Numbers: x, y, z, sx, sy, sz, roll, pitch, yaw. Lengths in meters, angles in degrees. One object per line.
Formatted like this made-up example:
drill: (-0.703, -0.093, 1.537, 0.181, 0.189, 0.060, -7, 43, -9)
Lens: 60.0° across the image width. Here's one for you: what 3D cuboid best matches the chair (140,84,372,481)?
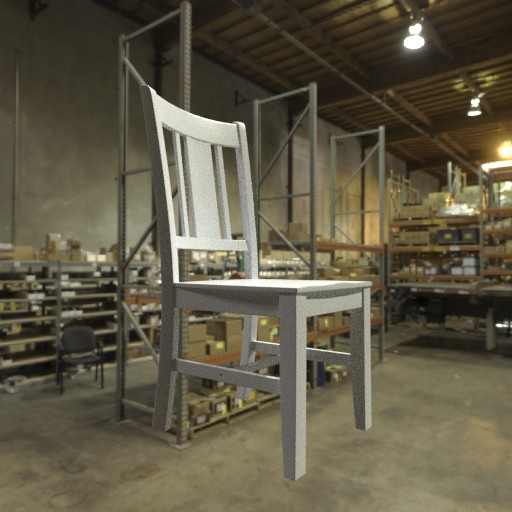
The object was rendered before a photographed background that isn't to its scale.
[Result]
chair: (0.000, 0.000, 1.305, 0.555, 0.998, 0.450, -1, -1, 38)
